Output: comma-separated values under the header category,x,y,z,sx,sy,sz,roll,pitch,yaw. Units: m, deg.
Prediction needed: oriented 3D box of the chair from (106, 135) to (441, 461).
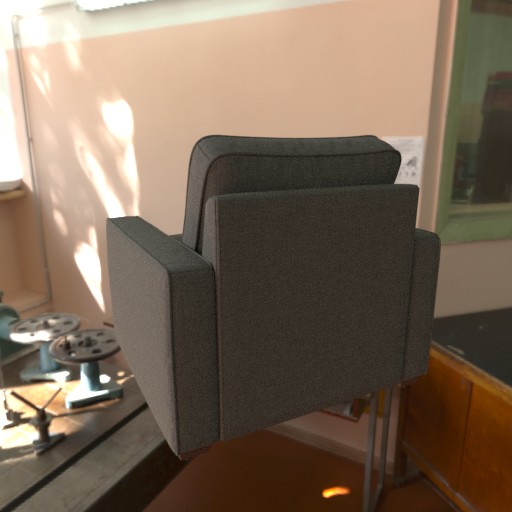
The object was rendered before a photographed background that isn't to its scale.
category,x,y,z,sx,sy,sz,roll,pitch,yaw
chair,0.000,0.000,1.749,1.017,0.919,0.940,-7,16,-26
